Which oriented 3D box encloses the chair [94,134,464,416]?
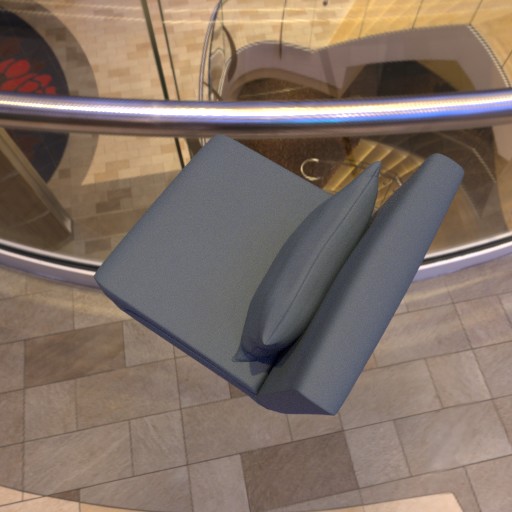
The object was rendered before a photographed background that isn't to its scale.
[{"bbox_3d":[0.000,0.000,1.516,0.900,0.808,0.770,30,69,13],"label":"chair"}]
